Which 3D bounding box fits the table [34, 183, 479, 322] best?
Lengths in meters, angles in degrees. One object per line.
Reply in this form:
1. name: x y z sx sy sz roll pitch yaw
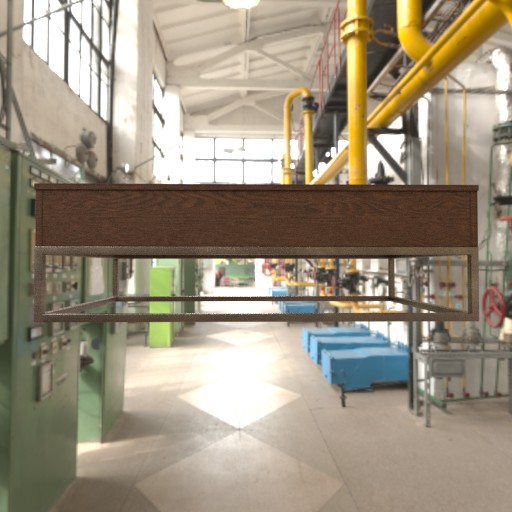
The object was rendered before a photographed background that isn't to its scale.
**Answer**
1. table: 0.000 0.000 1.518 1.167 0.361 0.719 0 -1 -1
